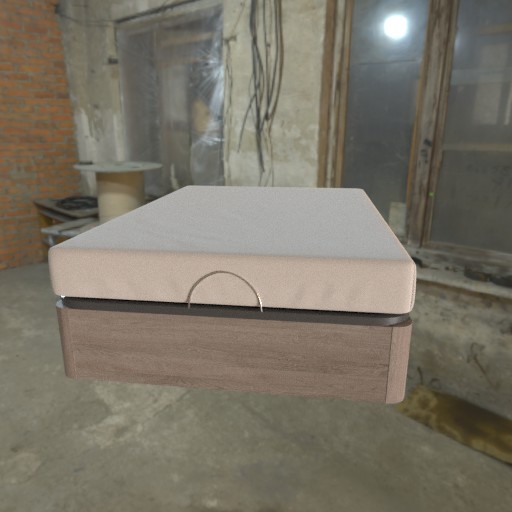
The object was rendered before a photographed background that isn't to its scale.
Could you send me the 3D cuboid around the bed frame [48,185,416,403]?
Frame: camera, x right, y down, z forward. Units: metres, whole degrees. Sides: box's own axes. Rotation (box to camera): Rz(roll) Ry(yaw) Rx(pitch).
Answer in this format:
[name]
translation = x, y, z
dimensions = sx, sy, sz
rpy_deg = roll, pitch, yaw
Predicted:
[bed frame]
translation = 0.000, 0.000, 2.566
dimensions = 1.400, 0.561, 1.900
rpy_deg = 2, 16, 7
